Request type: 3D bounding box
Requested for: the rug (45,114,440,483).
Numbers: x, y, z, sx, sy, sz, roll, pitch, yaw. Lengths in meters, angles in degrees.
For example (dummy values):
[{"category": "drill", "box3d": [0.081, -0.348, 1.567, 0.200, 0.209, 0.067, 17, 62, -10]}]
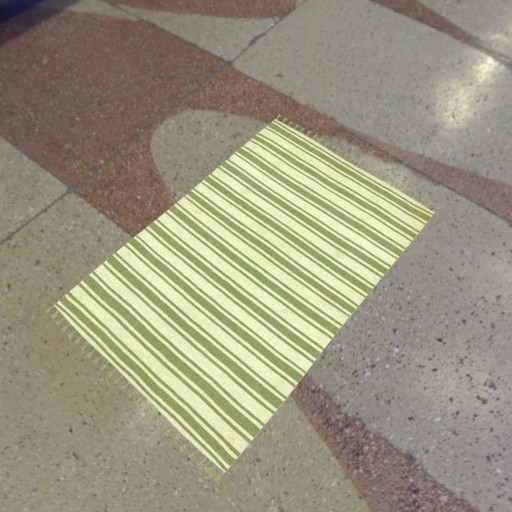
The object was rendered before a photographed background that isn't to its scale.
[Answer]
[{"category": "rug", "box3d": [0.000, 0.000, 3.081, 1.540, 0.018, 2.435, 36, 66, 19]}]
